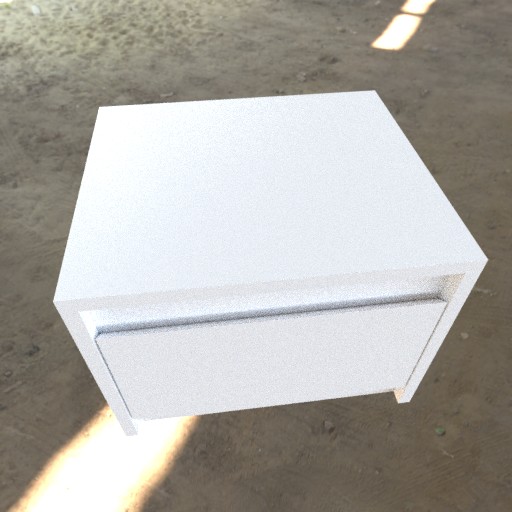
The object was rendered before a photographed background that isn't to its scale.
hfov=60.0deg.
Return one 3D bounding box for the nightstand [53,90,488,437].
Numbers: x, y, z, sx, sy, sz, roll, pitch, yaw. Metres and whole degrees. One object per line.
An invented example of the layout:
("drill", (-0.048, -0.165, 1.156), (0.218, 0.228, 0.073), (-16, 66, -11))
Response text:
("nightstand", (0.000, 0.000, 0.740), (0.470, 0.351, 0.408), (-5, 47, -5))
